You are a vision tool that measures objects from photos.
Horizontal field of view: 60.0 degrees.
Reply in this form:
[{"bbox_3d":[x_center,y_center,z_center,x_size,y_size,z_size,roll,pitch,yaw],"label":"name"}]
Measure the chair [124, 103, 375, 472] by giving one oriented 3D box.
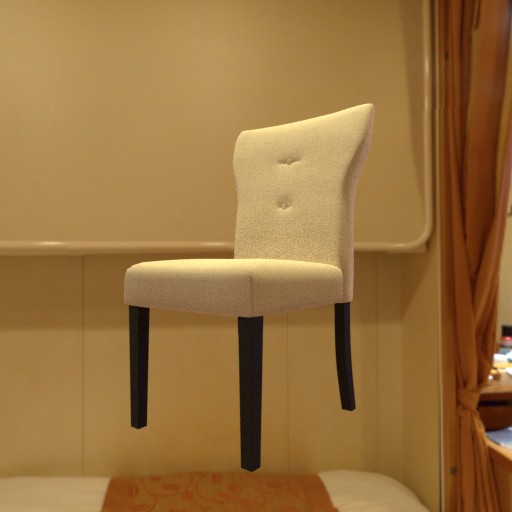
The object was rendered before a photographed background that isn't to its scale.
[{"bbox_3d":[0.000,0.000,1.277,0.509,0.921,0.597,0,-1,38],"label":"chair"}]
